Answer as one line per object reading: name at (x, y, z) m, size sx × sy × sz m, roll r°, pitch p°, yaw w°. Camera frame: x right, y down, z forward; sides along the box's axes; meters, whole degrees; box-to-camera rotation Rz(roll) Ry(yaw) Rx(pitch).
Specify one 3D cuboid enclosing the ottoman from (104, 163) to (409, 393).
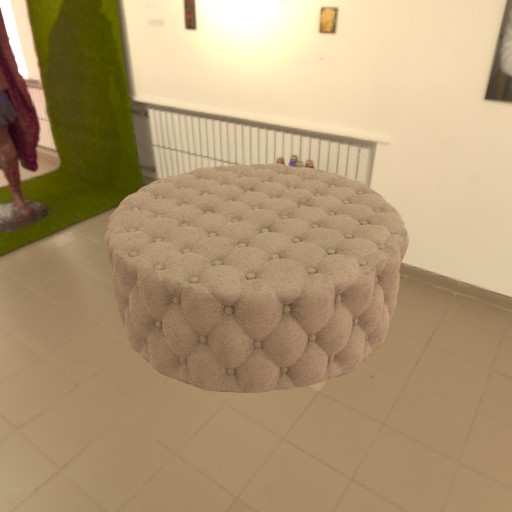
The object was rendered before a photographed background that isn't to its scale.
ottoman at (0.000, 0.000, 1.572) m, size 0.998 × 0.399 × 0.998 m, roll 0°, pitch 30°, yaw 0°
